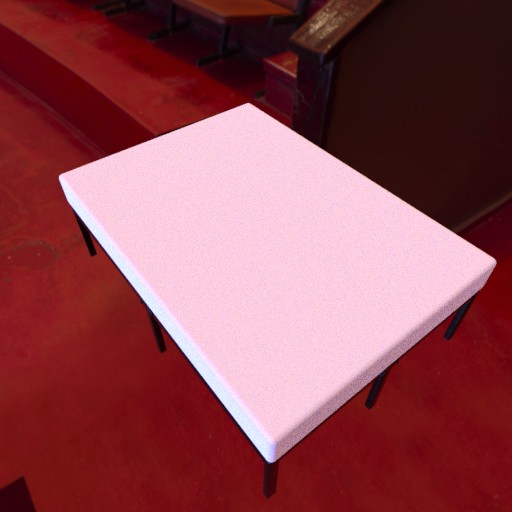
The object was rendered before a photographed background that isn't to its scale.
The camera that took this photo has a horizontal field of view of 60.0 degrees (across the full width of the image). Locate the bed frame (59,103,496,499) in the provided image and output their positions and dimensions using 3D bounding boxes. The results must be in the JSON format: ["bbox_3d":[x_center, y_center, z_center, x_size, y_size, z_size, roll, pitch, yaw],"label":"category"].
[{"bbox_3d":[0.000,0.000,2.569,1.408,0.659,1.956,-30,53,-25],"label":"bed frame"}]
